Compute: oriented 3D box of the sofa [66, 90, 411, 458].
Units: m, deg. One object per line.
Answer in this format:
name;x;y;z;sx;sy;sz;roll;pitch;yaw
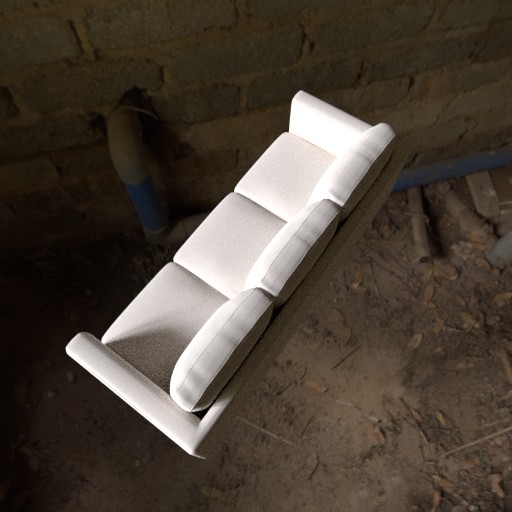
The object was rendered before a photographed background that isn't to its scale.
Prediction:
sofa;0.000;0.000;2.530;0.802;0.912;2.029;33;68;15
